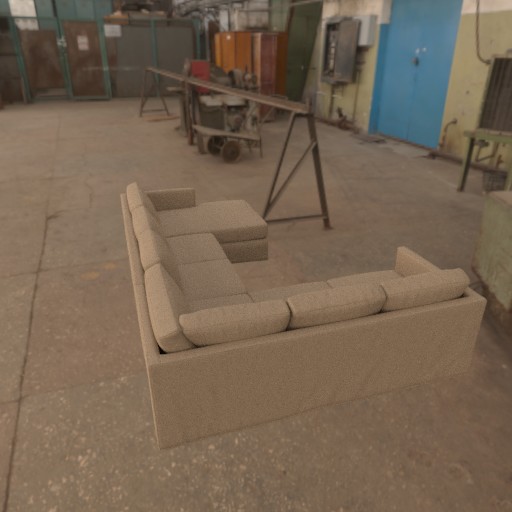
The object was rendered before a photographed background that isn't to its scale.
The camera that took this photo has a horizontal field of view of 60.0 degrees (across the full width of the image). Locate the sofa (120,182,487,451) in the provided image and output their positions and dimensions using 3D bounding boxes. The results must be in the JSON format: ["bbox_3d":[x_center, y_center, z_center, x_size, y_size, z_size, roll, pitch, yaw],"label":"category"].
[{"bbox_3d":[0.000,0.000,4.454,2.427,0.882,3.460,-8,27,-16],"label":"sofa"}]
